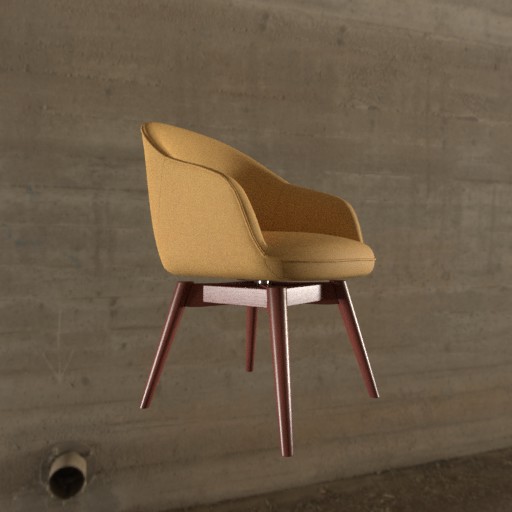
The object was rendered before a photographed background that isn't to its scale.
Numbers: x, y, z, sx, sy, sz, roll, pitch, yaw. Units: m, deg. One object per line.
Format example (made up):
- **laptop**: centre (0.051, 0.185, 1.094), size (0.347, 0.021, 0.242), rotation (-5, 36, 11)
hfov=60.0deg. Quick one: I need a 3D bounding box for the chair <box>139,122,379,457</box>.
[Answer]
- **chair**: centre (0.000, 0.000, 1.263), size (0.635, 0.823, 0.596), rotation (0, 1, 37)
